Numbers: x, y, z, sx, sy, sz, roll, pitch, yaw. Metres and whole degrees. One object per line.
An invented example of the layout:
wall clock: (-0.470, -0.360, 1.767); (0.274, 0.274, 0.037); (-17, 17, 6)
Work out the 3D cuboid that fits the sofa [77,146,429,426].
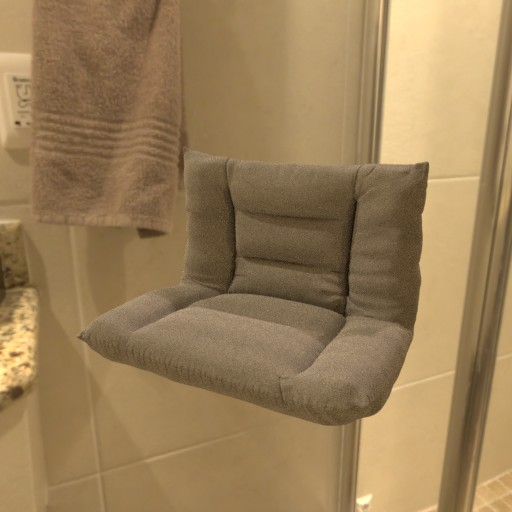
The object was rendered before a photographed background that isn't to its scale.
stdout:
sofa: (0.000, 0.000, 1.704); (1.144, 0.795, 0.847); (8, 17, 27)
